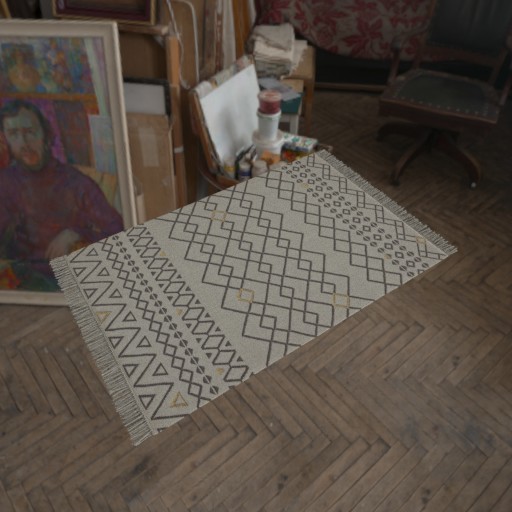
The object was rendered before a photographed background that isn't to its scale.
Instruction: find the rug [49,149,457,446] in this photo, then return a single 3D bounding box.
[{"bbox_3d":[0.000,0.000,3.095,2.472,0.035,1.495,-26,53,-22],"label":"rug"}]
